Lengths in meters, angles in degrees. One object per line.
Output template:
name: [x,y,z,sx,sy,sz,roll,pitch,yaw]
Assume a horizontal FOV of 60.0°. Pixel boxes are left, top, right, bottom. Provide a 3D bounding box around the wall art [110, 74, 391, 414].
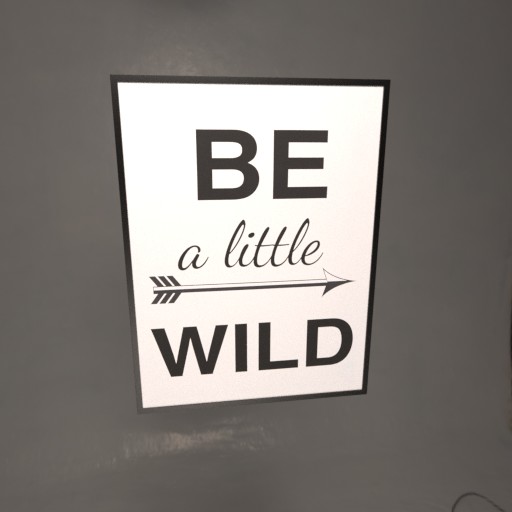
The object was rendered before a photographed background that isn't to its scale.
wall art: [0.000,0.000,0.775,0.442,0.582,0.013,-2,16,-8]
